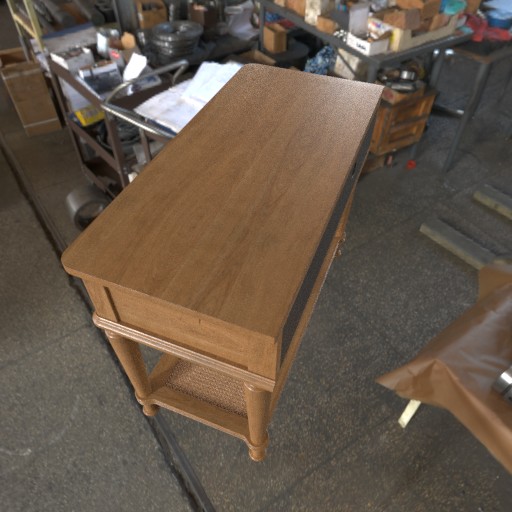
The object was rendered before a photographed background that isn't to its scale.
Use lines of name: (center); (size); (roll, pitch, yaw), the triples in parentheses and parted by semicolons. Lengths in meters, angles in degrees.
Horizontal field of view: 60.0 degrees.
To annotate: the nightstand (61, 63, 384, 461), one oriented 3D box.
nightstand: (0.000, 0.000, 1.299); (0.432, 0.700, 0.914); (16, 49, 15)
